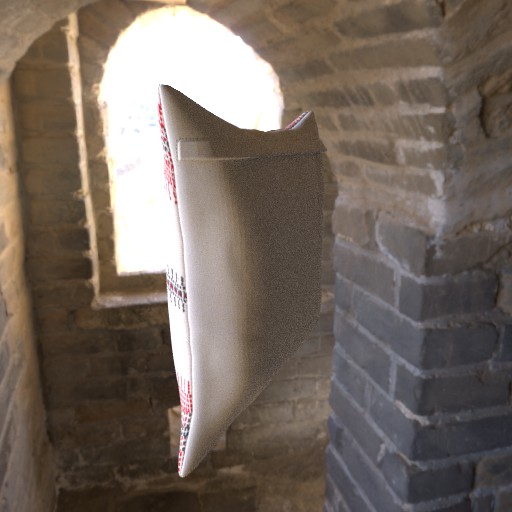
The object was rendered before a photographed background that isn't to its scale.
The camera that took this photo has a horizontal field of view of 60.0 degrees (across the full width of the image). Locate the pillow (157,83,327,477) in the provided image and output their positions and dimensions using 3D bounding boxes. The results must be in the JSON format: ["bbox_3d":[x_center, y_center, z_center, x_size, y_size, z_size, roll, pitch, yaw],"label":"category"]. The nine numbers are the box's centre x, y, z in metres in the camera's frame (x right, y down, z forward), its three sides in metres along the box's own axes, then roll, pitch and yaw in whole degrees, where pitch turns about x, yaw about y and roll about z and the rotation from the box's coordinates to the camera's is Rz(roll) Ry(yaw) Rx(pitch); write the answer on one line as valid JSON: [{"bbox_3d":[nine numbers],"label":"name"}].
[{"bbox_3d":[0.000,0.000,0.686,0.160,0.454,0.463,7,16,24],"label":"pillow"}]
